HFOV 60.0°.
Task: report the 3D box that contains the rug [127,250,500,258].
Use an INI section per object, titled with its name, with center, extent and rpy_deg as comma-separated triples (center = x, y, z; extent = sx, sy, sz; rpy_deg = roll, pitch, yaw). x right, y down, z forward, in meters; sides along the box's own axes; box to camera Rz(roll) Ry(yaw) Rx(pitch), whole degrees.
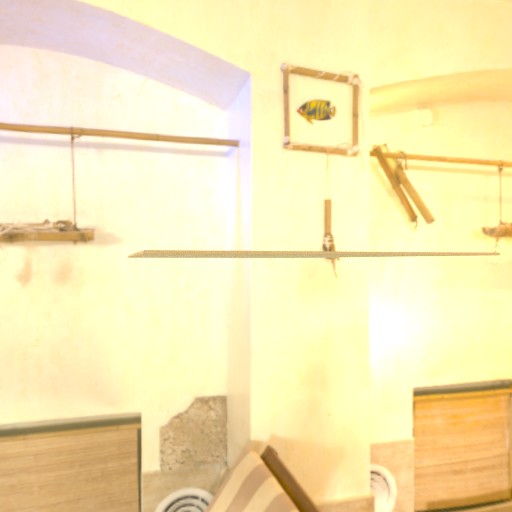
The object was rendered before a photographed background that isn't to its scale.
[rug]
center = 0.000, 0.000, 2.795
extent = 1.526, 0.014, 2.290
rpy_deg = 0, -1, -17
